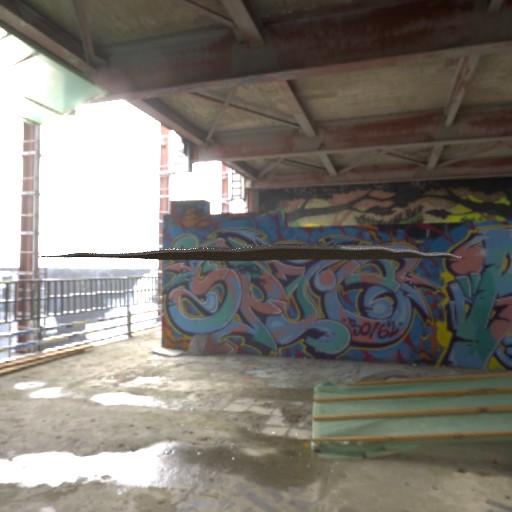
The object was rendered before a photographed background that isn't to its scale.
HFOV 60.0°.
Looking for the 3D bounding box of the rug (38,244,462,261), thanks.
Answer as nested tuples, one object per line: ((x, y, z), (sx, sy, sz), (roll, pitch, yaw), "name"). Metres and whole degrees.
((0.000, 0.000, 0.873), (0.642, 0.008, 0.551), (-1, -2, 37), "rug")
